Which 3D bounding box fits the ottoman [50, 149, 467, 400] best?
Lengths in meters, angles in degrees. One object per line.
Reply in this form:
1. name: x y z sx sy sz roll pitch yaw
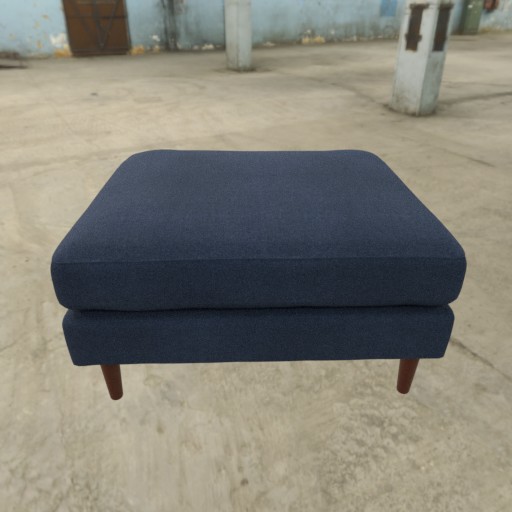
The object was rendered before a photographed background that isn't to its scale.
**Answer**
1. ottoman: 0.000 0.000 1.218 0.821 0.474 0.693 -1 29 -1
